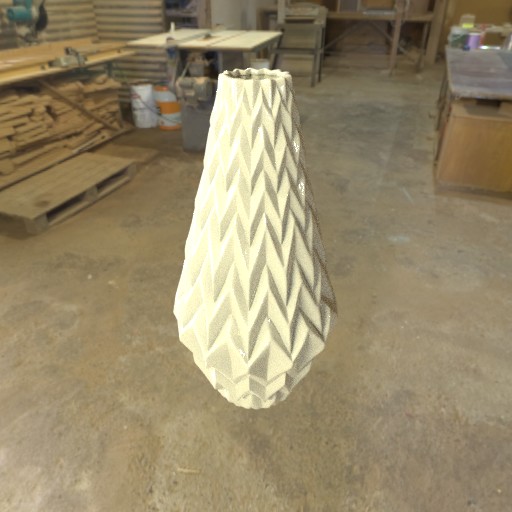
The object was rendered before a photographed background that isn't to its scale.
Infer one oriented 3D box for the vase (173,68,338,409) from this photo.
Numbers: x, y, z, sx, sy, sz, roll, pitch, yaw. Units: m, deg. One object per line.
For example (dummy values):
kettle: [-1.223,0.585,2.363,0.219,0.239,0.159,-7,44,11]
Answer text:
vase: [0.000,0.000,0.424,0.167,0.328,0.167,0,32,0]
